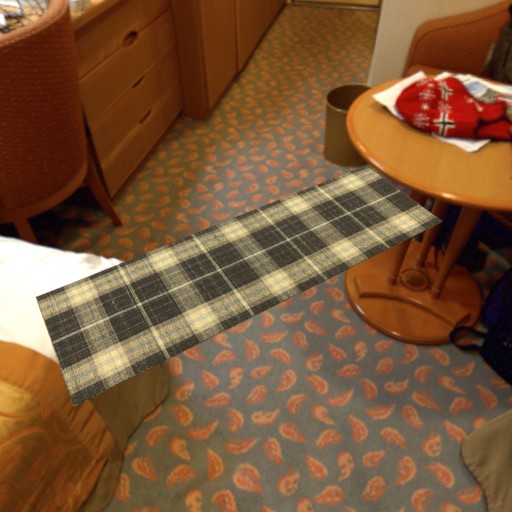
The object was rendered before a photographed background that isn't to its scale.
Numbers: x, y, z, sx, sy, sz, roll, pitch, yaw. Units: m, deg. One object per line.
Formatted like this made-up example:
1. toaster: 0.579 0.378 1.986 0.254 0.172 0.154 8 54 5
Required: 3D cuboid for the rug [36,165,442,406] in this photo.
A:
1. rug: 0.000 0.000 2.702 2.434 0.012 0.760 -24 50 -21
